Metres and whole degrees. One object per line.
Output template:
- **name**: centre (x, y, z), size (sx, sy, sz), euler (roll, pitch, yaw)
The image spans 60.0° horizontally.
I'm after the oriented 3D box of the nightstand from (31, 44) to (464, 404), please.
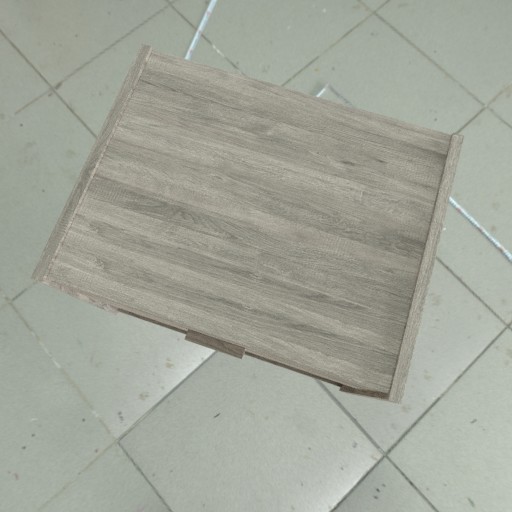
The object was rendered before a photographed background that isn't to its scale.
- **nightstand**: centre (0.000, 0.000, 0.826), size (0.480, 0.500, 0.380), euler (18, 76, 5)
